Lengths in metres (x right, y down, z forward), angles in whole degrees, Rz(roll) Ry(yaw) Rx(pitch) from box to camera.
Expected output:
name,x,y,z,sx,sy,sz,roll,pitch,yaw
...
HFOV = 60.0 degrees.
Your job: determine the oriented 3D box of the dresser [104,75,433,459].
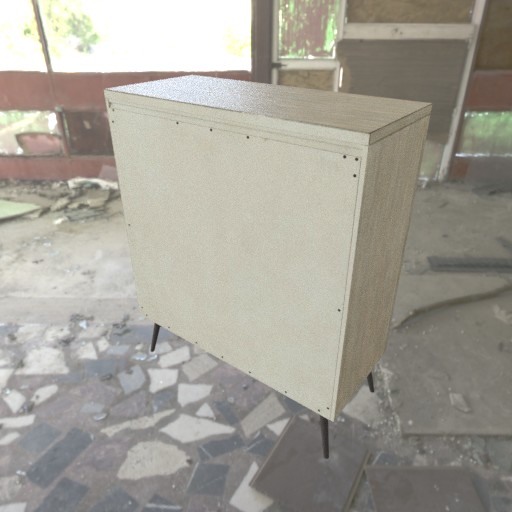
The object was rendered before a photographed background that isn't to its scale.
name,x,y,z,sx,sy,sz,roll,pitch,yaw
dresser,0.000,0.000,1.763,1.016,1.219,0.457,21,36,32
